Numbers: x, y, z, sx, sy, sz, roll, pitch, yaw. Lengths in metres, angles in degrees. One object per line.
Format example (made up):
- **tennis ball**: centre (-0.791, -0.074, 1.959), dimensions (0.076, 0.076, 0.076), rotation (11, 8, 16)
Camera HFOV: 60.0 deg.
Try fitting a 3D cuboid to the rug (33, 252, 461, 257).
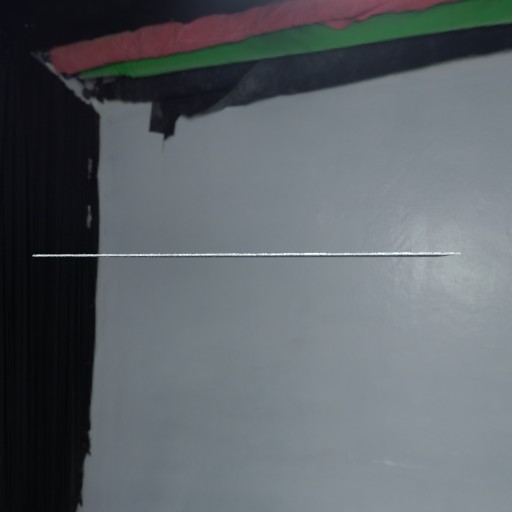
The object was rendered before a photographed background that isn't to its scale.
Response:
- **rug**: centre (0.000, 0.000, 3.086), dimensions (2.457, 0.009, 1.512), rotation (0, -1, 19)
